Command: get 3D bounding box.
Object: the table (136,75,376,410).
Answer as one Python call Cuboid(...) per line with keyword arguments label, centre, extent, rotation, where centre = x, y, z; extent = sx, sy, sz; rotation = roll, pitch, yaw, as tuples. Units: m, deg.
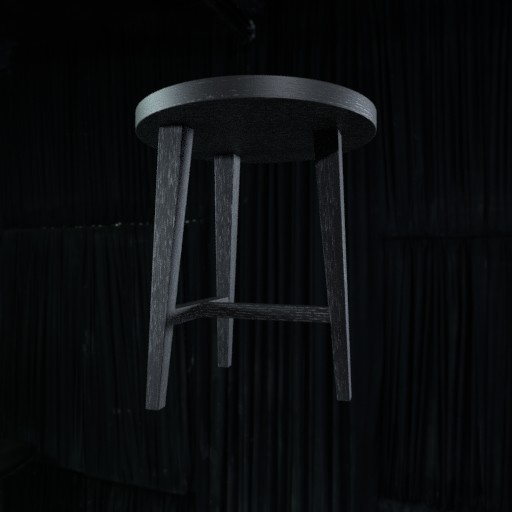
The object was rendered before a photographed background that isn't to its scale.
Cuboid(label="table", centre=(0.000, 0.000, 0.761), extent=(0.399, 0.460, 0.399), rotation=(0, 0, 0))
